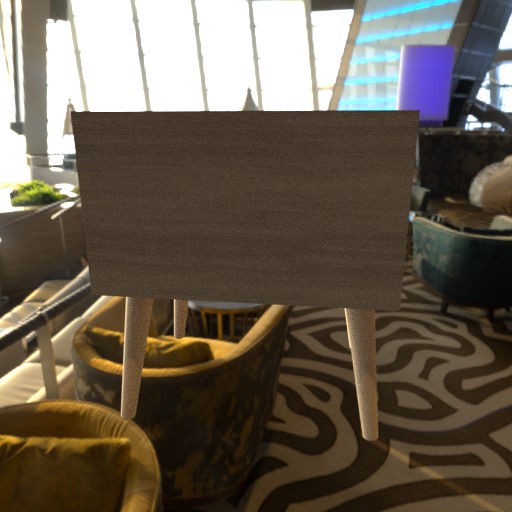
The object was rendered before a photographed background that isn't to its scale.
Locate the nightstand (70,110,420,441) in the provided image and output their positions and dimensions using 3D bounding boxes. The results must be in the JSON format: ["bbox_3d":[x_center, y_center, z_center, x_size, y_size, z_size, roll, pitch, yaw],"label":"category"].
[{"bbox_3d":[0.000,0.000,0.816,0.450,0.500,0.380,2,17,7],"label":"nightstand"}]
